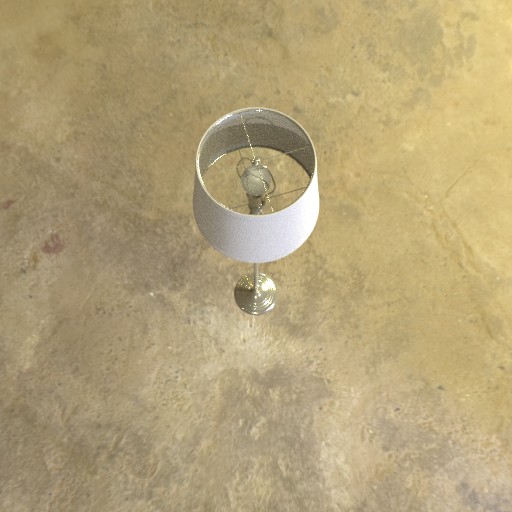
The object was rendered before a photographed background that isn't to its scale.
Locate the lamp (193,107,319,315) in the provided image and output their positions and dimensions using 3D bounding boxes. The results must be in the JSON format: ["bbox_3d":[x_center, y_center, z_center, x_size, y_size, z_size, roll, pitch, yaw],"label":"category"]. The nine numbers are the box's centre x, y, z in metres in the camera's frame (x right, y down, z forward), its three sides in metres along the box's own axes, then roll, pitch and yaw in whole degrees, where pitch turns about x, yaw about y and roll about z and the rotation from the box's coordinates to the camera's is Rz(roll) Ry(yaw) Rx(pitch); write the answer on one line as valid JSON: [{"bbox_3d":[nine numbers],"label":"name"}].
[{"bbox_3d":[0.000,0.000,1.653,0.327,1.506,0.327,27,76,7],"label":"lamp"}]
